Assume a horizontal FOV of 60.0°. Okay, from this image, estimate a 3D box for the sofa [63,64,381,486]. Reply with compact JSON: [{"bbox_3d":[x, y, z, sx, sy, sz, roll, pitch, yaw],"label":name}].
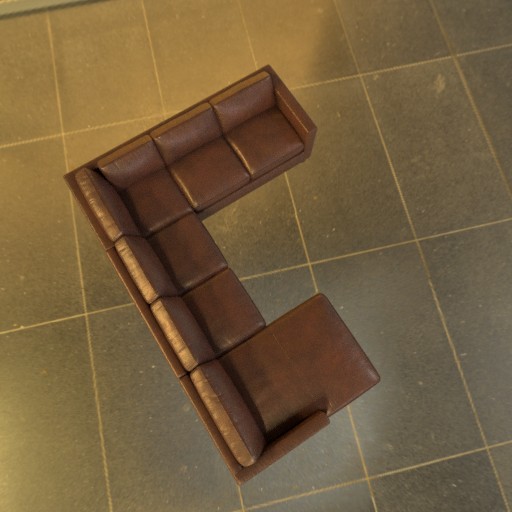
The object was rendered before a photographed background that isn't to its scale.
[{"bbox_3d":[0.000,0.000,4.476,2.452,0.891,3.324,-32,77,-8],"label":"sofa"}]
